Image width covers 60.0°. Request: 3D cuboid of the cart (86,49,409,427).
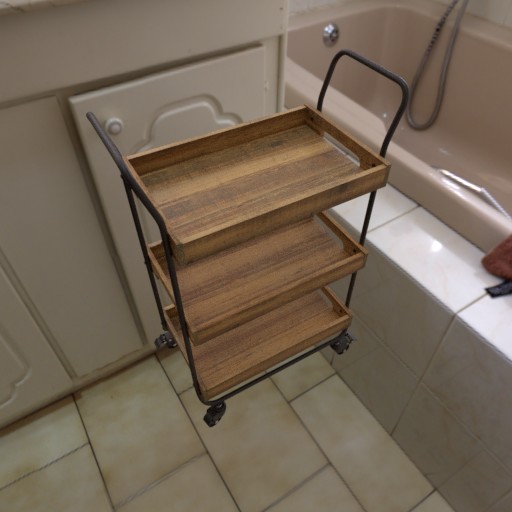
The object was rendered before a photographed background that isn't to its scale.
[{"bbox_3d":[0.000,0.000,1.131,0.583,0.857,0.339,-22,50,-20],"label":"cart"}]
